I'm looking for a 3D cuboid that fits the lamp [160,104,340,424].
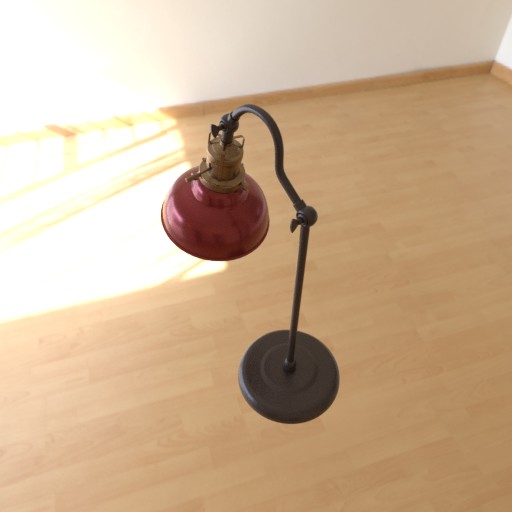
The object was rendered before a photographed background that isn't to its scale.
[{"bbox_3d":[0.000,0.000,0.708,0.192,0.508,0.374,-33,54,-28],"label":"lamp"}]
